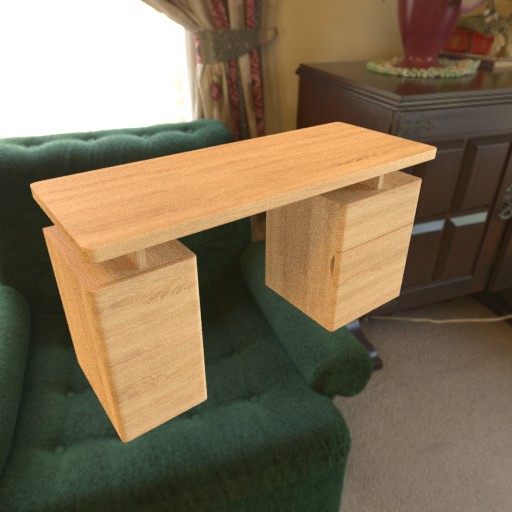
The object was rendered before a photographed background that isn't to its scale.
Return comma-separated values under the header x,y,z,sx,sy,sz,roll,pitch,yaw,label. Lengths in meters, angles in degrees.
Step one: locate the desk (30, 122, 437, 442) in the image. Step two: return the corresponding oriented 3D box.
x,y,z,sx,sy,sz,roll,pitch,yaw,label
0.000,0.000,1.772,1.400,0.760,0.550,-20,36,-31,desk
